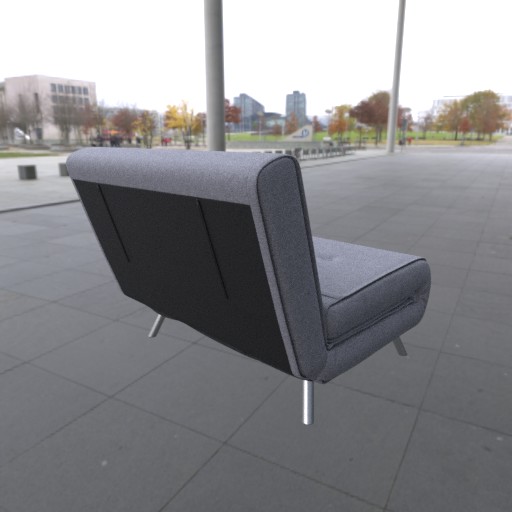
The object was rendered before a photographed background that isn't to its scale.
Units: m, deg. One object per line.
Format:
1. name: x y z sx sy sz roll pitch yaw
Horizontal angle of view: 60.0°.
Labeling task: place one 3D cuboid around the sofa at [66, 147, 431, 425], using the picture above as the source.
1. sofa: 0.000 0.000 1.729 1.020 0.825 1.000 14 21 43
